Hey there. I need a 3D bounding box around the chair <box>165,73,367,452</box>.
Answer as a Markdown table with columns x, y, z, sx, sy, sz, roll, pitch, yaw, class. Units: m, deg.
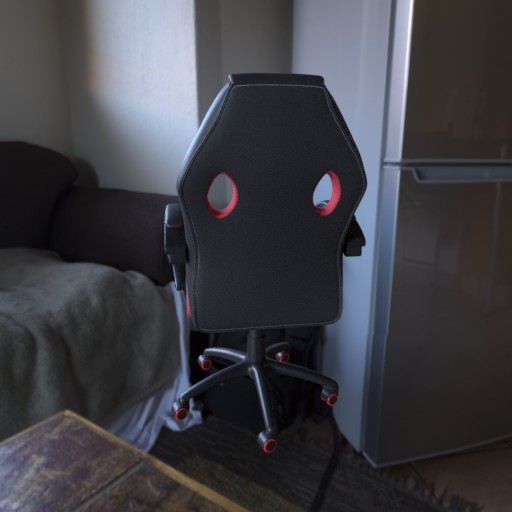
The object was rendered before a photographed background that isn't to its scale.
| x | y | z | sx | sy | sz | roll | pitch | yaw | class |
| --- | --- | --- | --- | --- | --- | --- | --- | --- | --- |
| 0.000 | 0.000 | 1.648 | 0.673 | 1.187 | 0.724 | -2 | 15 | -9 | chair |
